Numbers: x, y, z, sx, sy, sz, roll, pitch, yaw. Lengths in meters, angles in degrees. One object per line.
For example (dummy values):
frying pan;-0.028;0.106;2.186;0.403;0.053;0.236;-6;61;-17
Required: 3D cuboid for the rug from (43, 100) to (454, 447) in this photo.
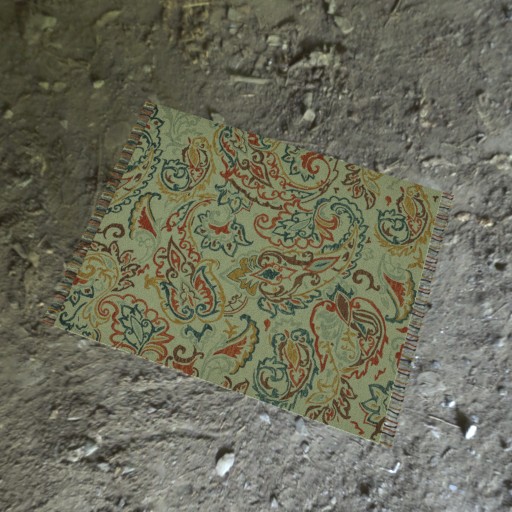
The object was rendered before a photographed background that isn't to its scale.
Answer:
rug;0.000;0.000;4.194;3.274;0.015;2.439;18;75;5
